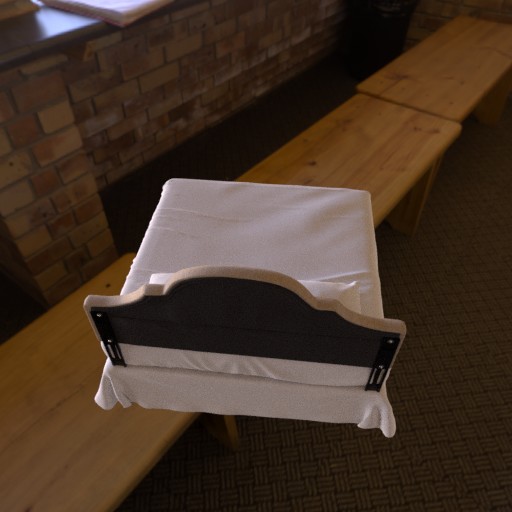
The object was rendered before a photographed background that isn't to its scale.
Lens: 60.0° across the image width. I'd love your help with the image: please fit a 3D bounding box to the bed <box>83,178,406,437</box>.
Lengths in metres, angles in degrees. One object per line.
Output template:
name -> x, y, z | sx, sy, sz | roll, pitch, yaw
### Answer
bed -> 0.000, 0.000, 3.635 | 2.303, 1.631, 2.222 | 4, 45, 4
